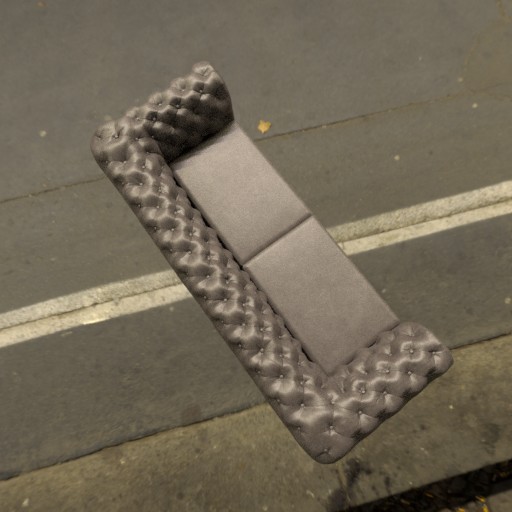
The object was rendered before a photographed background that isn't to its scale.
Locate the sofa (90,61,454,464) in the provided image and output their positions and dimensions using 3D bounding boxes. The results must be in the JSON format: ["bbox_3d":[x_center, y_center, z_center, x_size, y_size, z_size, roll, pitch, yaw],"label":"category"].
[{"bbox_3d":[0.000,0.000,2.836,0.944,0.783,2.385,-36,79,-8],"label":"sofa"}]
